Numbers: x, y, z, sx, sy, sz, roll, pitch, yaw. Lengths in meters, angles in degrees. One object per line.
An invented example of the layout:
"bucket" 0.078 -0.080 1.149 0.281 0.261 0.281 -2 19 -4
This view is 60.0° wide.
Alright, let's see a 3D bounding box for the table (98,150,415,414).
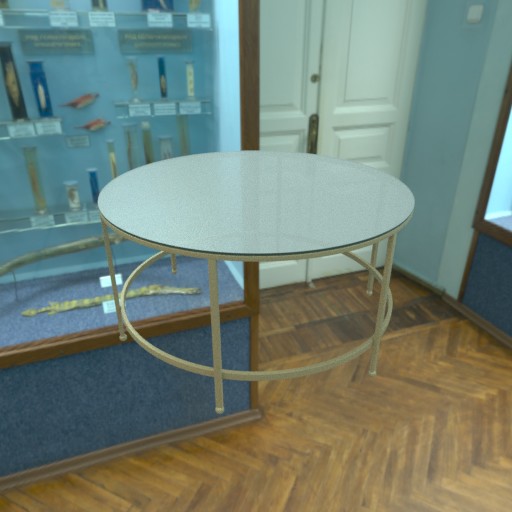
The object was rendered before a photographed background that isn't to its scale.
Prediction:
"table" 0.000 0.000 1.440 0.914 0.470 0.914 0 27 0
